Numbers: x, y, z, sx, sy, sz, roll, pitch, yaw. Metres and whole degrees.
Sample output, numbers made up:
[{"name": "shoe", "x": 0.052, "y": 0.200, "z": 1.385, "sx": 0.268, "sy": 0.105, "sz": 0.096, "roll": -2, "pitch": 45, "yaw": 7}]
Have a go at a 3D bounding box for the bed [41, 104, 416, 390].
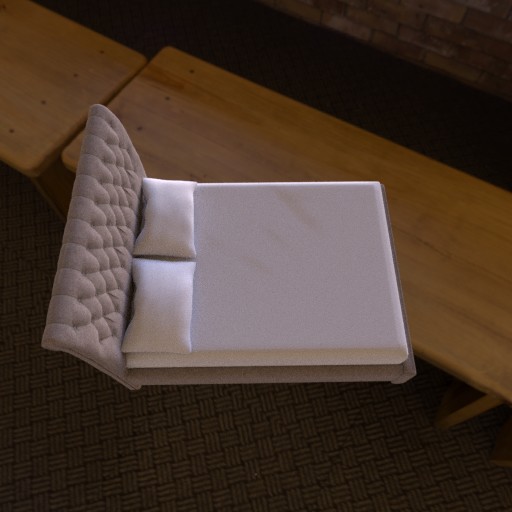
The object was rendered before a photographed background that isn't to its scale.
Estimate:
[{"name": "bed", "x": 0.000, "y": 0.000, "z": 3.231, "sx": 2.252, "sy": 1.371, "sz": 1.645, "roll": -1, "pitch": 64, "yaw": 0}]
